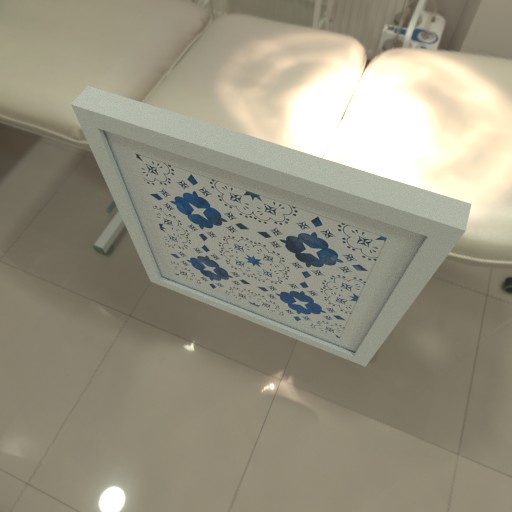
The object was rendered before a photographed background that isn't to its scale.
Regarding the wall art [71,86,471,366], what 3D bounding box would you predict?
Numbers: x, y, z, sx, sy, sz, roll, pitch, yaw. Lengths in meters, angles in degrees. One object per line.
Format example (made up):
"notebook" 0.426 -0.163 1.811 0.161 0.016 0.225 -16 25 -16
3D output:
"wall art" 0.000 0.000 0.528 0.355 0.355 0.027 20 62 11
